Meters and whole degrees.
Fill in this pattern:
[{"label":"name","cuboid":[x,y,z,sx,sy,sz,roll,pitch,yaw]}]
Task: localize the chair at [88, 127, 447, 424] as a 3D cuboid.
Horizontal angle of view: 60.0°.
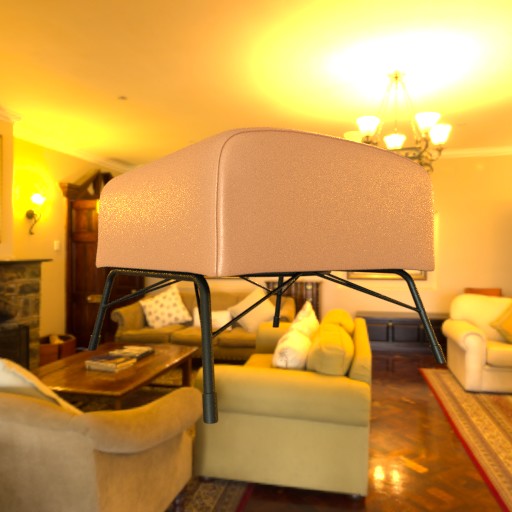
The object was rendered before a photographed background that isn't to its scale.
[{"label":"chair","cuboid":[0.000,0.000,0.910,0.530,0.410,0.530,0,0,-36]}]
